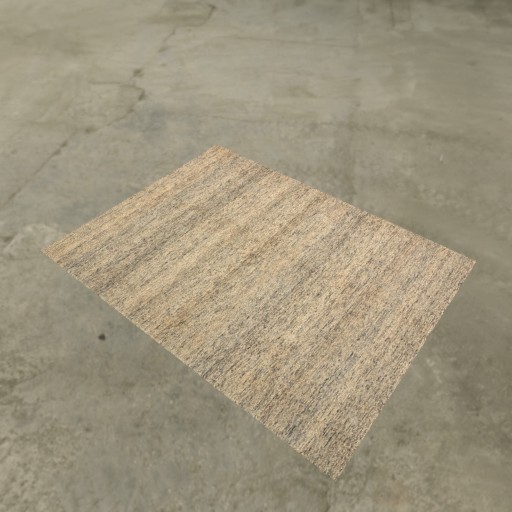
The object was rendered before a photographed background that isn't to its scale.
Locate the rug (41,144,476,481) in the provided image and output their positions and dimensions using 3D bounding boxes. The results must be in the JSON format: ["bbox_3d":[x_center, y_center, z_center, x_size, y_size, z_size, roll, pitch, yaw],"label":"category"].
[{"bbox_3d":[0.000,0.000,4.075,3.199,0.036,2.414,30,52,27],"label":"rug"}]
